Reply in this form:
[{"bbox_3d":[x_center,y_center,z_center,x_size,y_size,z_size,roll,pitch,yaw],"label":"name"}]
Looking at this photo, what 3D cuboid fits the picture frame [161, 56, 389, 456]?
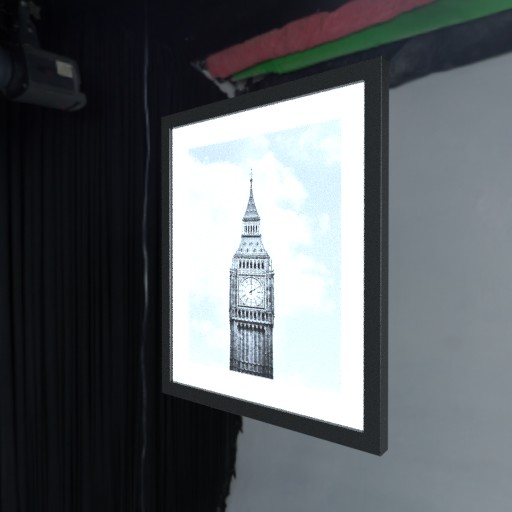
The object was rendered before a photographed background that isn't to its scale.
[{"bbox_3d":[0.000,0.000,0.767,0.460,0.556,0.028,0,1,38],"label":"picture frame"}]
